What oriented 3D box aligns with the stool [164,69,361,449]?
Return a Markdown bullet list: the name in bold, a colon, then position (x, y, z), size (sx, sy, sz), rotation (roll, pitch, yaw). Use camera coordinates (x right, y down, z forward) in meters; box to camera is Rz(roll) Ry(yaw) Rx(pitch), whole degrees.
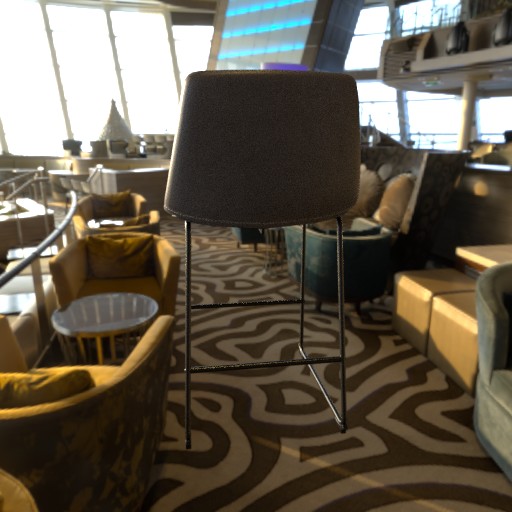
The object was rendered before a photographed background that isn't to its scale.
- **stool**: position (0.000, 0.000, 1.204), size (0.470, 0.876, 0.546), rotation (-2, 15, -8)
